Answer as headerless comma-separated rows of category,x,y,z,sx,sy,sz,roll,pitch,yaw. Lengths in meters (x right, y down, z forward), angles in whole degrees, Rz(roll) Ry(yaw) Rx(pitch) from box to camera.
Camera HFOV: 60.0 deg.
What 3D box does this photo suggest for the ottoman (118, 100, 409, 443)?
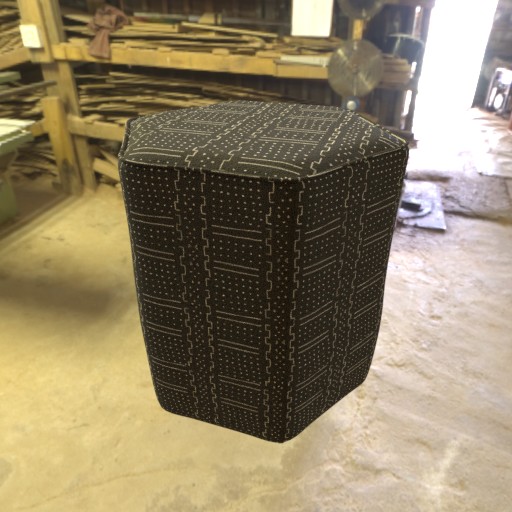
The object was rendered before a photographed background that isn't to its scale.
ottoman,0.000,0.000,0.852,0.494,0.502,0.443,10,31,16
